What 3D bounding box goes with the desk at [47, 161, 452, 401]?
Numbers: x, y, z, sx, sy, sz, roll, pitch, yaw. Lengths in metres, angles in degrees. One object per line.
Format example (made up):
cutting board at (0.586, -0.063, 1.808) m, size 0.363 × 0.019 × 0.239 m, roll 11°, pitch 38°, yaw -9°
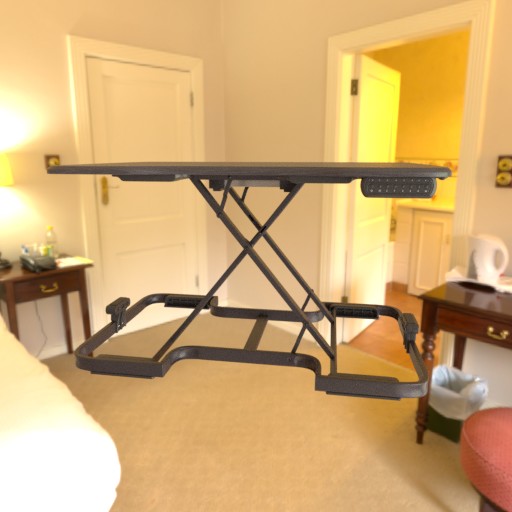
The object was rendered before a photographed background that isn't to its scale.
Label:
desk at (0.000, 0.000, 1.152) m, size 0.820 × 0.470 × 0.546 m, roll 2°, pitch 13°, yaw 9°
